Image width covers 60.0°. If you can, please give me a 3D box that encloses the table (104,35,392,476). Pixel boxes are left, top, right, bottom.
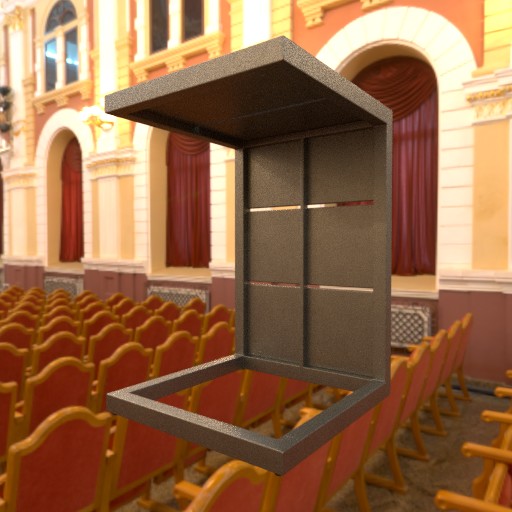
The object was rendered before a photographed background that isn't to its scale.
[{"bbox_3d":[0.000,0.000,0.892,0.405,0.609,0.420,1,2,37],"label":"table"}]
